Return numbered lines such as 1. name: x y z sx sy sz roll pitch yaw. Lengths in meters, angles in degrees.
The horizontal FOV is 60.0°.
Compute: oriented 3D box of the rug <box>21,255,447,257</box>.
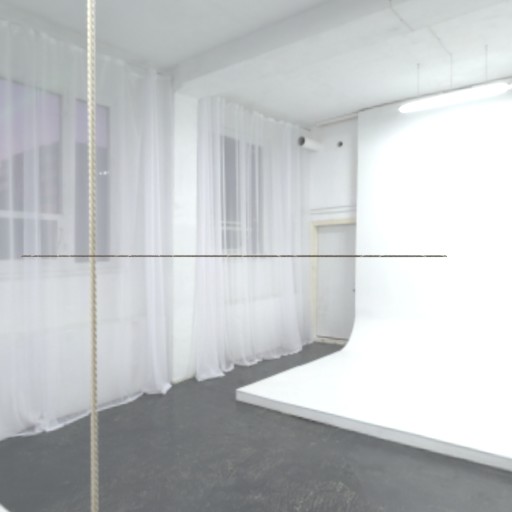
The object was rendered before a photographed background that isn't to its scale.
1. rug: 0.000 0.000 4.149 3.062 0.012 2.457 0 0 18
